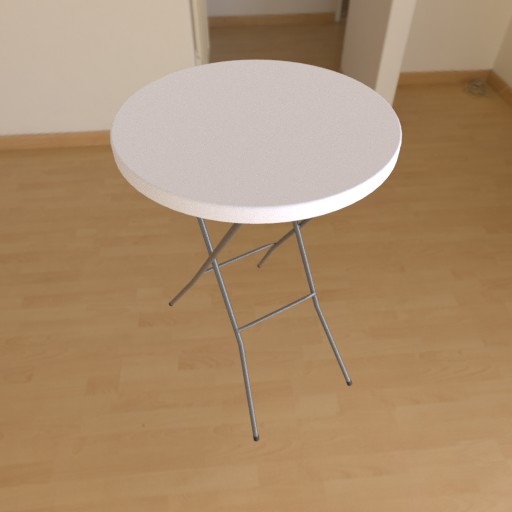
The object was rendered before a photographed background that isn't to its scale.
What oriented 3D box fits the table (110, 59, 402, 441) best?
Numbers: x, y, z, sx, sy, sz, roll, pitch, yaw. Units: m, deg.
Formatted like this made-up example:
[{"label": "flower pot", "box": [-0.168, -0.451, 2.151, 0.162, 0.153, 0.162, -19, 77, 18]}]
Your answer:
[{"label": "table", "box": [0.000, 0.000, 1.624, 0.792, 1.105, 0.795, -23, 50, -21]}]
